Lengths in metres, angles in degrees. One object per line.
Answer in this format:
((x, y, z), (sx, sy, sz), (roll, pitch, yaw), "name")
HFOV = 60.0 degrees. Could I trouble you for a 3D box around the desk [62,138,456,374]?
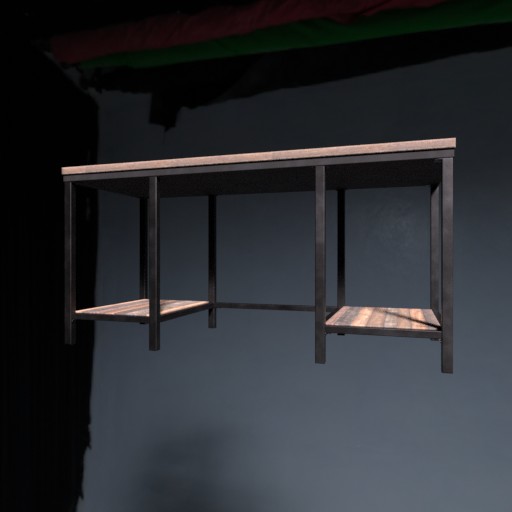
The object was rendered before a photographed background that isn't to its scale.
((0.000, 0.000, 1.943), (1.538, 0.753, 0.617), (0, 0, 18), "desk")
